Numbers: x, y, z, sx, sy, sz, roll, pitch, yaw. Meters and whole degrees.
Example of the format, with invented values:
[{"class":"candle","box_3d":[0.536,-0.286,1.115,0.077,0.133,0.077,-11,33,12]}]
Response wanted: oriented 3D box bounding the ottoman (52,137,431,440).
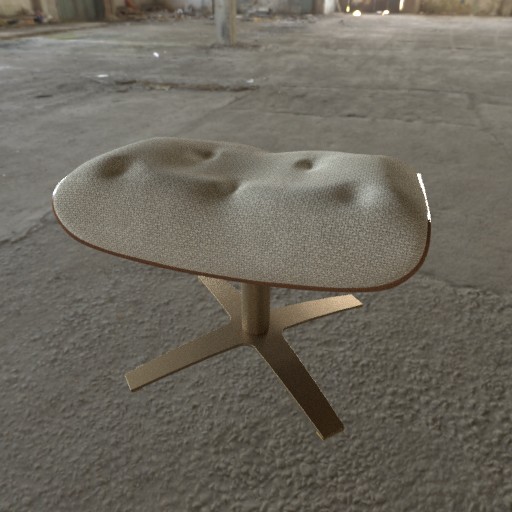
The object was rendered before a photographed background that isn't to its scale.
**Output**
[{"class":"ottoman","box_3d":[0.000,0.000,0.794,0.520,0.391,0.394,9,32,14]}]
